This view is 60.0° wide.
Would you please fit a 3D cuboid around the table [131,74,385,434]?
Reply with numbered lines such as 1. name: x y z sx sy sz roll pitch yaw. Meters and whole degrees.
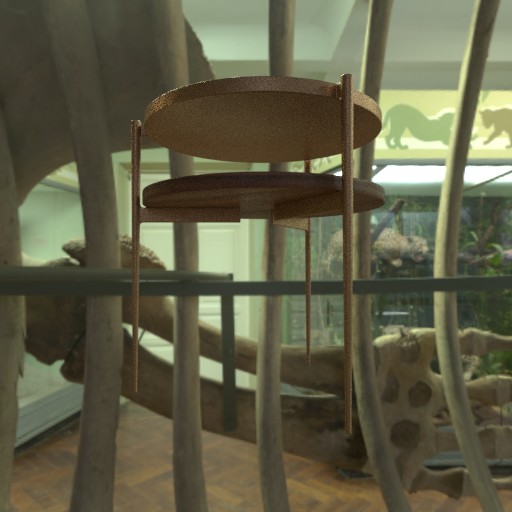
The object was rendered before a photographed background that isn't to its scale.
1. table: 0.000 0.000 0.812 0.456 0.493 0.430 0 -1 -1
